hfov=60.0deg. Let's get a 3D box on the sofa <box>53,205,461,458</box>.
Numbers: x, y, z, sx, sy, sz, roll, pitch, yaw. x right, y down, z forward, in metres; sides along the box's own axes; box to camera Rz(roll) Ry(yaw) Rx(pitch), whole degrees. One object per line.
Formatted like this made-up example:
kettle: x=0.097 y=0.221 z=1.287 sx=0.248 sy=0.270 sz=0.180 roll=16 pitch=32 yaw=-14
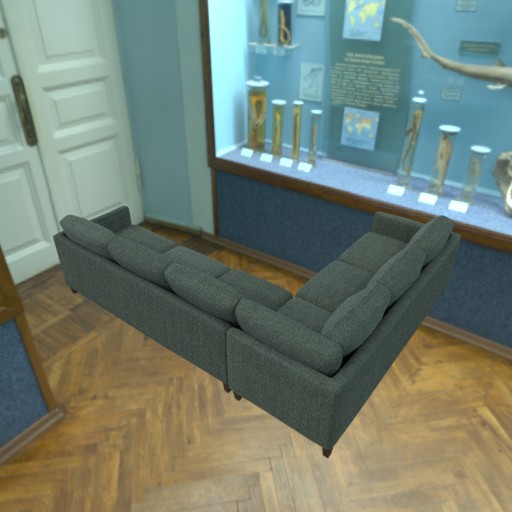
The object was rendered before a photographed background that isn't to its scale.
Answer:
sofa: x=0.000 y=0.000 z=4.579 sx=3.302 sy=0.947 sz=2.593 roll=22 pitch=38 yaw=31
